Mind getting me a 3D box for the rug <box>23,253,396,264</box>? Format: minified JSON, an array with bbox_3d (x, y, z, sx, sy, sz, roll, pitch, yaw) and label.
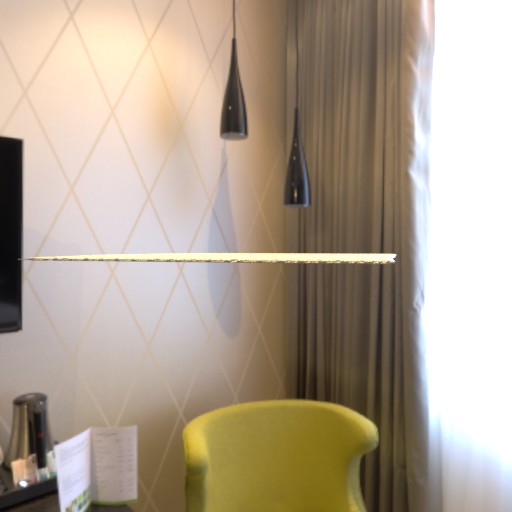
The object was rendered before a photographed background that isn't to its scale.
[{"bbox_3d":[0.000,0.000,4.802,2.892,0.036,3.585,0,1,18],"label":"rug"}]
